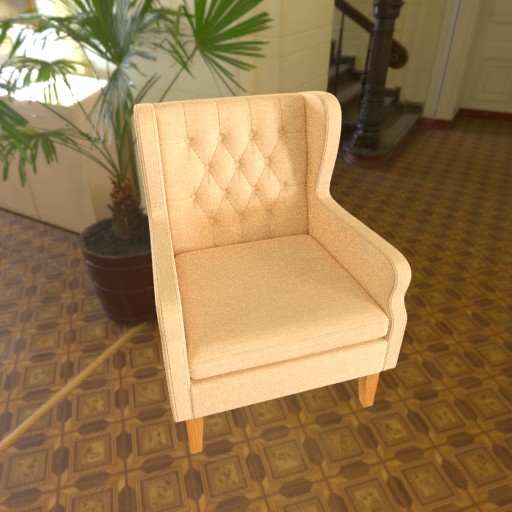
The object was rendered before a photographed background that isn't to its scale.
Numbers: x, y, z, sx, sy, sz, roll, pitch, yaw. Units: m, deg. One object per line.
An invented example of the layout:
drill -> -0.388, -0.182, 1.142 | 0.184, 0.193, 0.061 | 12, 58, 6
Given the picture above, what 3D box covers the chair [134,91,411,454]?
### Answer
chair -> 0.000, 0.000, 1.491 | 0.710, 0.930, 0.760 | -9, 34, -14
